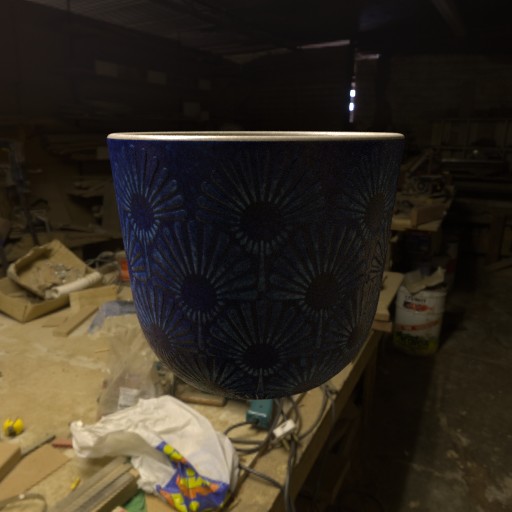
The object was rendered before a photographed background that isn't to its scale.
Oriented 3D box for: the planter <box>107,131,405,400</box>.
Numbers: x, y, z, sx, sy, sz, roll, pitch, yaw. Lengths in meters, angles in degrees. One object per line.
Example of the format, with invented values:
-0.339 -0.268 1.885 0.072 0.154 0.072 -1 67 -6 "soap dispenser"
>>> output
0.000 0.000 0.286 0.170 0.153 0.170 0 16 0 "planter"
